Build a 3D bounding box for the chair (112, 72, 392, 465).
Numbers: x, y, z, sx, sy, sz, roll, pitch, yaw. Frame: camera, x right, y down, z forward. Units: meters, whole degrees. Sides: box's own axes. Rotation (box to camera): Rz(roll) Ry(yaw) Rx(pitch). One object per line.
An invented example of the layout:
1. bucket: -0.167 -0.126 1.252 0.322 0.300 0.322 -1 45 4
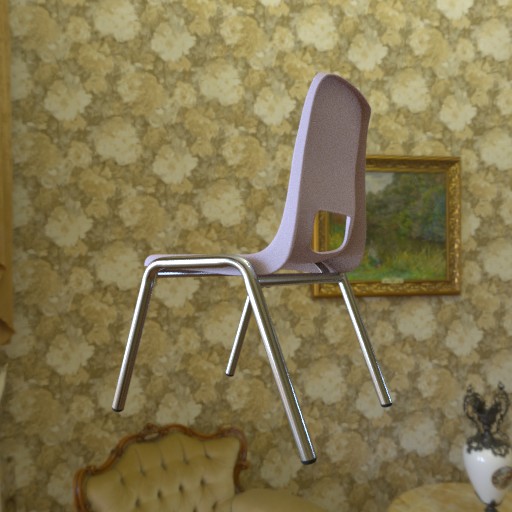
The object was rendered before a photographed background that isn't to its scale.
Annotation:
1. chair: 0.000 0.000 0.859 0.423 0.586 0.354 -1 -2 36
